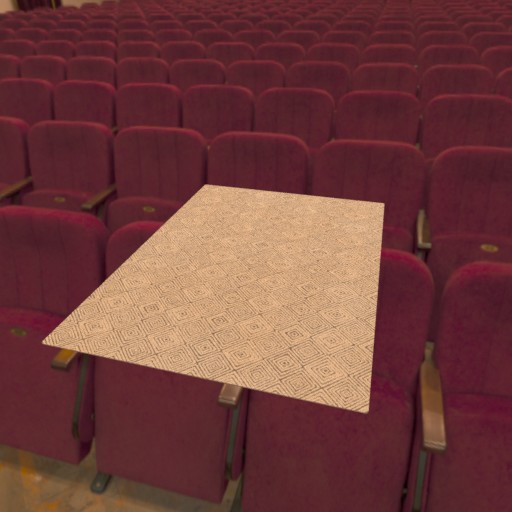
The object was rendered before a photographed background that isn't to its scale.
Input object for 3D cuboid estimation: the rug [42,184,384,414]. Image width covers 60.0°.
[{"bbox_3d":[0.000,0.000,2.949,1.593,0.008,2.238,8,31,14],"label":"rug"}]
